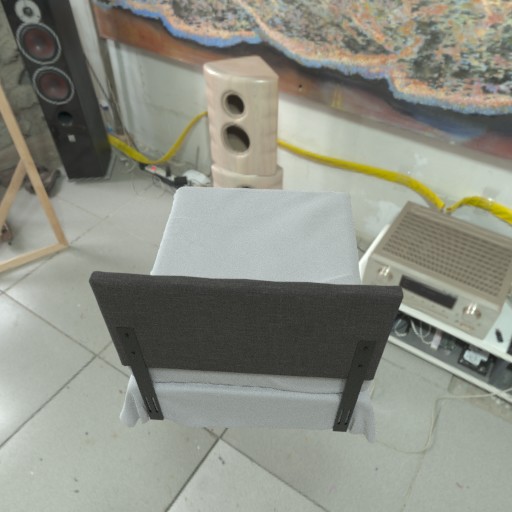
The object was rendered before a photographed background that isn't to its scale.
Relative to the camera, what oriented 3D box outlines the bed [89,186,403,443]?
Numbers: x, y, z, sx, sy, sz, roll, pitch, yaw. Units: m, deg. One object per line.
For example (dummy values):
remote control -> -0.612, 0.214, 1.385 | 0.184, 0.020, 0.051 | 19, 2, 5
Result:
bed -> 0.000, 0.000, 3.527 | 1.936, 1.577, 2.222 | 3, 45, 3
